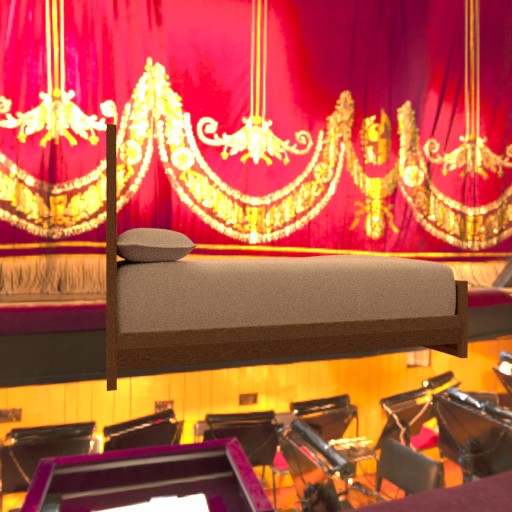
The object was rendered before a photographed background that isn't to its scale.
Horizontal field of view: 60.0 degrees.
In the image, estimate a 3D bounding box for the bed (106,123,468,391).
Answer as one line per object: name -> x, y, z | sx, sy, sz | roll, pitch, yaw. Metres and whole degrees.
bed -> 0.000, 0.000, 3.438 | 2.184, 1.295, 2.013 | 0, 0, -18
